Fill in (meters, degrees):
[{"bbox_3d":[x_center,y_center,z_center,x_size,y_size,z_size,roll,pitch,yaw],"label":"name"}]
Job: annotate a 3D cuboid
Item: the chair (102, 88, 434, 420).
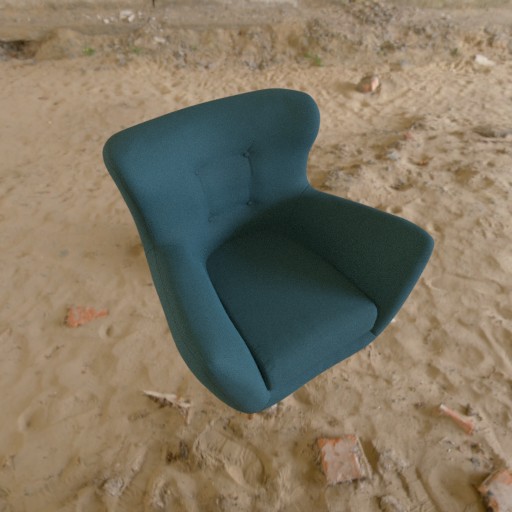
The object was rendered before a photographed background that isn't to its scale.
[{"bbox_3d":[0.000,0.000,1.647,0.890,0.889,0.889,-25,50,-23],"label":"chair"}]
